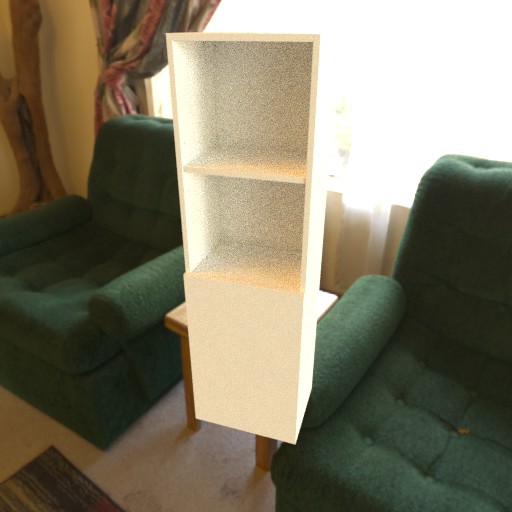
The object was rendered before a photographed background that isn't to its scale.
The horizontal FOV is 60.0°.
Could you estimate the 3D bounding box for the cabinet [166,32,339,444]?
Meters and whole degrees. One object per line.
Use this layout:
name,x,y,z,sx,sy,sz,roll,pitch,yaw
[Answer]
cabinet,0.000,0.000,1.501,0.400,1.350,0.300,8,29,16
